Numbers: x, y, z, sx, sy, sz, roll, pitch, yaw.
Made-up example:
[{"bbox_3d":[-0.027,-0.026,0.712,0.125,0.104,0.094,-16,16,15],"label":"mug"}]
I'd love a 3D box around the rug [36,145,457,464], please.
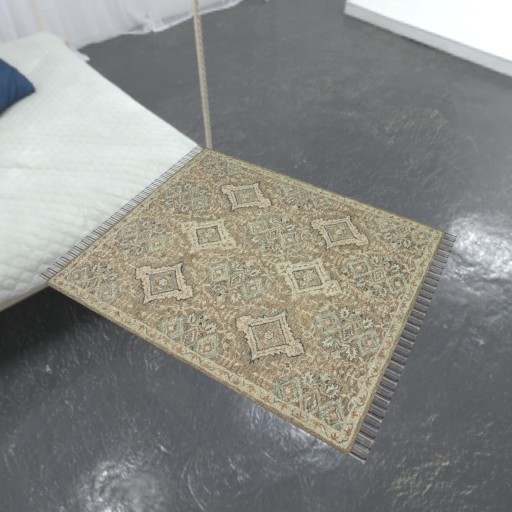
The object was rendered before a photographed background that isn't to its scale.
[{"bbox_3d":[0.000,0.000,4.079,3.056,0.010,2.437,23,51,20],"label":"rug"}]
